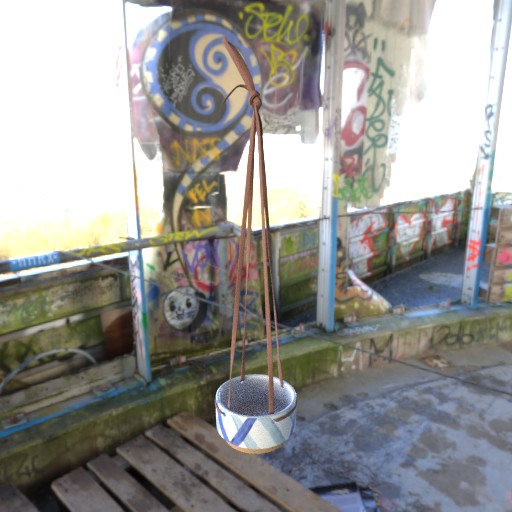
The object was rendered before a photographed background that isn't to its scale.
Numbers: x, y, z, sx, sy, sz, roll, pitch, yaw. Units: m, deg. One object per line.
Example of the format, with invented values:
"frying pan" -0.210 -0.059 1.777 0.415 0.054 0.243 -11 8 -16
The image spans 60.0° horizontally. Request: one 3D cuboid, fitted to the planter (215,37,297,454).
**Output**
"planter" 0.000 0.000 0.827 0.166 0.751 0.166 13 19 42
